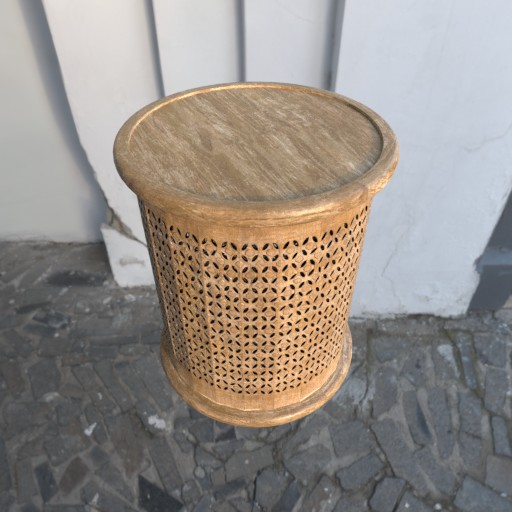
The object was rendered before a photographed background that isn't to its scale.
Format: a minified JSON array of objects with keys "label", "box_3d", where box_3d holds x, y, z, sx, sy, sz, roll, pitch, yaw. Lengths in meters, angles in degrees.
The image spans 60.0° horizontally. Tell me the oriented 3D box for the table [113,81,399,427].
[{"label":"table","box_3d":[0.000,0.000,0.800,0.407,0.482,0.407,0,41,0]}]
